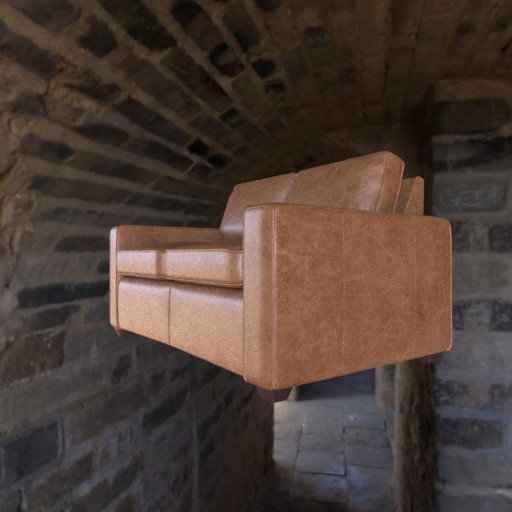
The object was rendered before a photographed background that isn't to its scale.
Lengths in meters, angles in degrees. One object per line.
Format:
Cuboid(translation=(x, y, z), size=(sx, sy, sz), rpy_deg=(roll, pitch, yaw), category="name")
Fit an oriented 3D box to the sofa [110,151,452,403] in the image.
Cuboid(translation=(0.000, 0.000, 2.188), size=(1.020, 0.896, 1.532), rpy_deg=(0, 0, -36), category="sofa")
